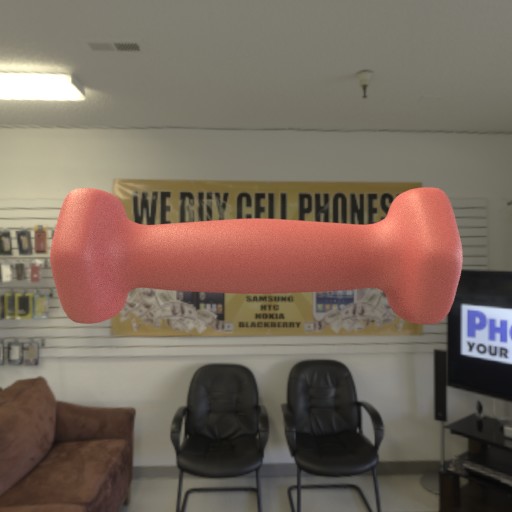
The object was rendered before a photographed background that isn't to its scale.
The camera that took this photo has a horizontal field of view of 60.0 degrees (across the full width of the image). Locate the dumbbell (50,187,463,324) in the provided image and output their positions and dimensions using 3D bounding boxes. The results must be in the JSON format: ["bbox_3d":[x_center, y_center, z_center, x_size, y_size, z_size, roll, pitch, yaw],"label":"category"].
[{"bbox_3d":[0.000,0.000,0.146,0.123,0.043,0.047,0,0,1],"label":"dumbbell"}]
